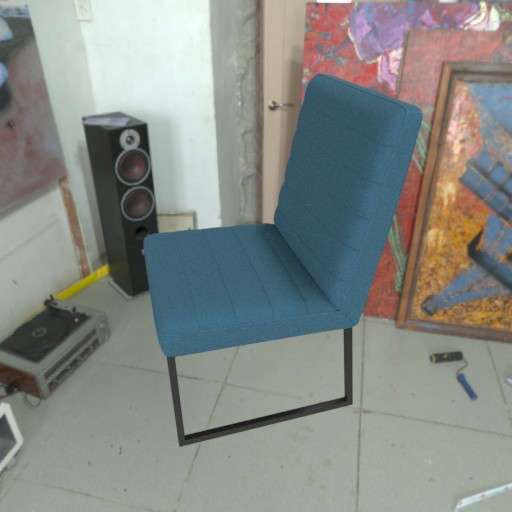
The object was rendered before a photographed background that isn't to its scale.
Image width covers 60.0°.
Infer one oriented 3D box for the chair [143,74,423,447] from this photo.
[{"bbox_3d":[0.000,0.000,1.313,0.634,0.930,0.520,-8,32,-14],"label":"chair"}]
